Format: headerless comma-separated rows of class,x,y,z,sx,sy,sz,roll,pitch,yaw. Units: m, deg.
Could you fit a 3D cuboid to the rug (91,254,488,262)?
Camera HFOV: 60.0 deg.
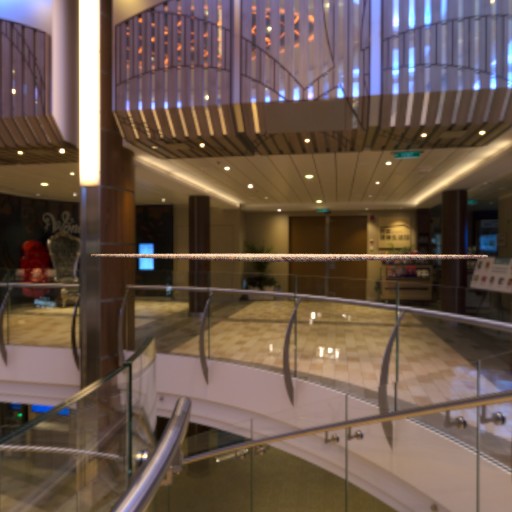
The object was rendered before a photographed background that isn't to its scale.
rug,0.000,0.000,2.230,1.143,0.014,1.761,0,1,-36
